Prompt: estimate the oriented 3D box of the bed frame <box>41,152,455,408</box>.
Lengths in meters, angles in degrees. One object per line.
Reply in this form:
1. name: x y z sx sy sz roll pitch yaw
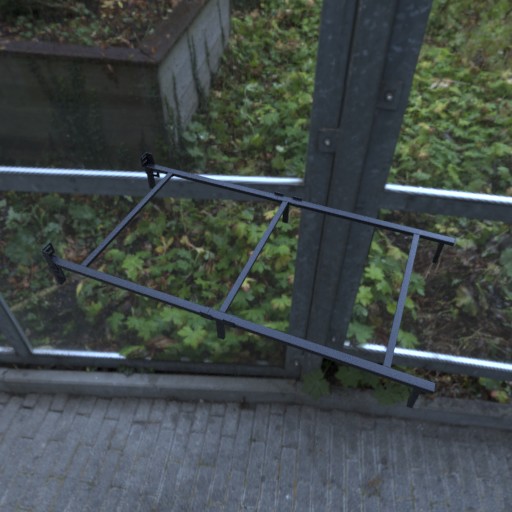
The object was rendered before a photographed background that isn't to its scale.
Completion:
1. bed frame: 0.000 0.000 2.333 1.897 0.248 0.968 16 47 15
